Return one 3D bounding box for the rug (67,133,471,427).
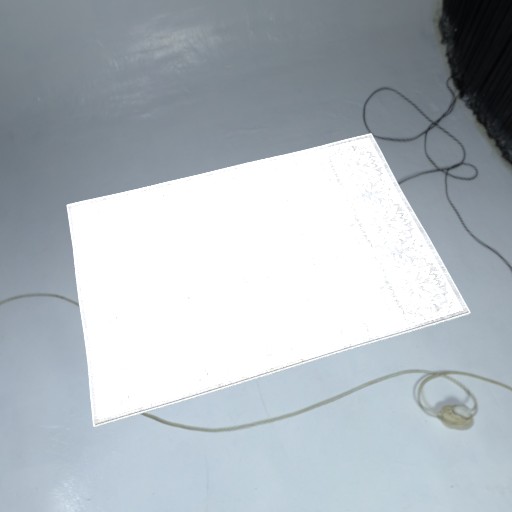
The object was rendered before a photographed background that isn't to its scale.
[{"bbox_3d":[0.000,0.000,3.466,2.746,0.018,1.819,-15,63,-8],"label":"rug"}]
